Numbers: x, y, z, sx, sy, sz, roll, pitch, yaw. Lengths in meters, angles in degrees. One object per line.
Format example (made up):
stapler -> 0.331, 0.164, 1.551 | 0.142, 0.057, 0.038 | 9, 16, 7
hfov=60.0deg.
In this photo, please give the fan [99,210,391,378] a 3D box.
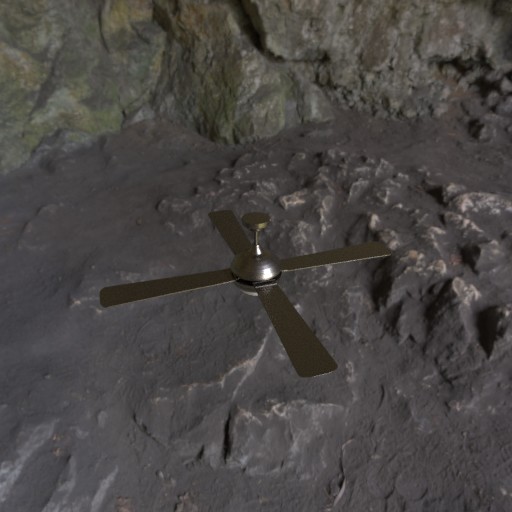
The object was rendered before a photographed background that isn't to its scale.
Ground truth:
fan -> 0.000, 0.000, 2.008 | 1.321, 0.381, 1.321 | 1, 30, 2
